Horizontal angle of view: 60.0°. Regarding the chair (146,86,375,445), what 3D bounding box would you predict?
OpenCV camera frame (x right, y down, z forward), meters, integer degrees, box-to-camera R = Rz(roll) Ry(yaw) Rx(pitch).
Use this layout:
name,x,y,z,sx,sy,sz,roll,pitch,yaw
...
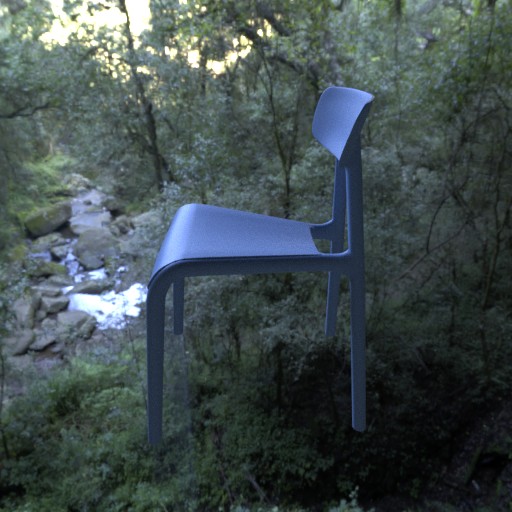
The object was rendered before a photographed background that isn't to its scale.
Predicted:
name,x,y,z,sx,sy,sz,roll,pitch,yaw
chair,0.000,0.000,0.835,0.401,0.580,0.356,-1,26,-2
